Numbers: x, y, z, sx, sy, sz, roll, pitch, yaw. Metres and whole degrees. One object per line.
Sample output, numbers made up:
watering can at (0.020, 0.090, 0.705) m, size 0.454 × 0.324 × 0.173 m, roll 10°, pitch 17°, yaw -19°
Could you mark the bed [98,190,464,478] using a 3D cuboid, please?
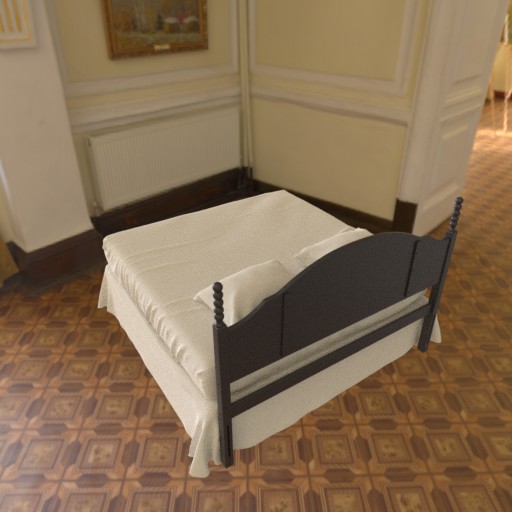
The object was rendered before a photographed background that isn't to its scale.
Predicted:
bed at (0.000, 0.000, 3.635) m, size 2.322 × 1.355 × 2.219 m, roll -19°, pitch 35°, yaw -28°
